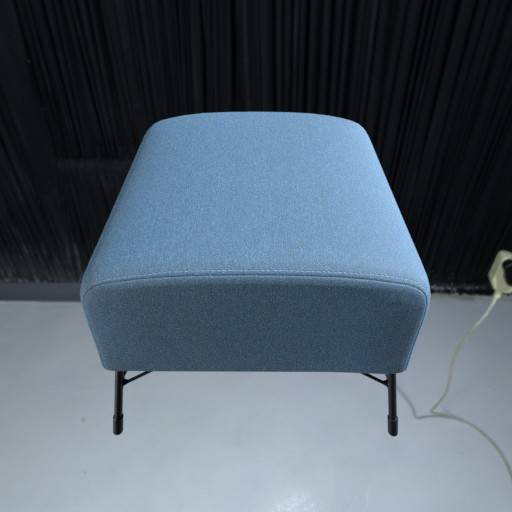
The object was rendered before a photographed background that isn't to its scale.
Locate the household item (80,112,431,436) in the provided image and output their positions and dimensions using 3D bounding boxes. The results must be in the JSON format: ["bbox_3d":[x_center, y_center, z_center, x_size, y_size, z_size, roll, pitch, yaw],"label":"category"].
[{"bbox_3d":[0.000,0.000,0.882,0.530,0.420,0.530,0,41,0],"label":"household item"}]
